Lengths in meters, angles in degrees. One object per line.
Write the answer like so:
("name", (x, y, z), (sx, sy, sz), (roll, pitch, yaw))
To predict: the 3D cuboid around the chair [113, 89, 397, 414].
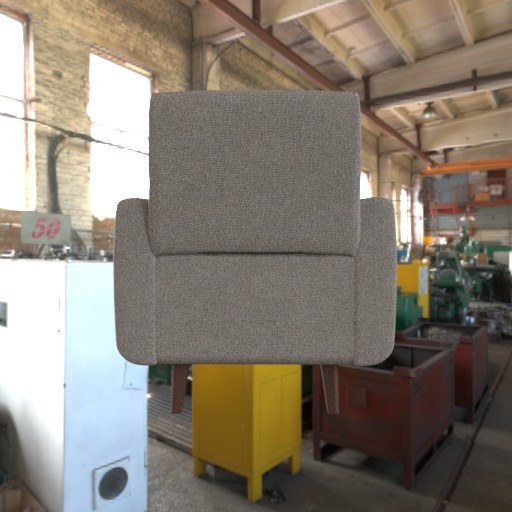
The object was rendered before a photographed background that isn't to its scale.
("chair", (0.000, 0.000, 1.699), (0.845, 0.968, 0.942), (0, 0, 1))
